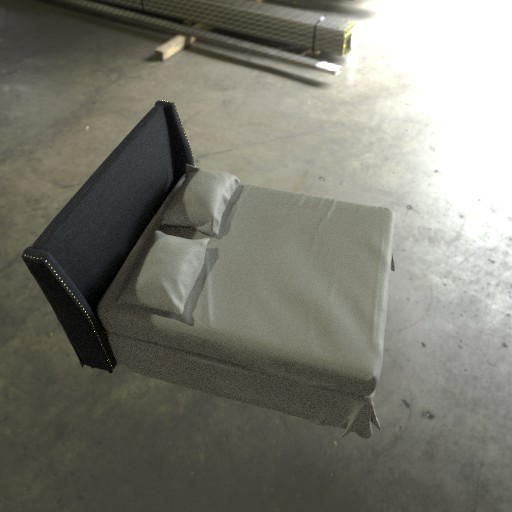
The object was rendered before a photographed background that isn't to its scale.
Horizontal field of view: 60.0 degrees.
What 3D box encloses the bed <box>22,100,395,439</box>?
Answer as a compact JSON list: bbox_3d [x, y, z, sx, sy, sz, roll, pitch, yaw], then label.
[{"bbox_3d":[0.000,0.000,3.398,2.276,1.332,1.925,12,48,11],"label":"bed"}]
